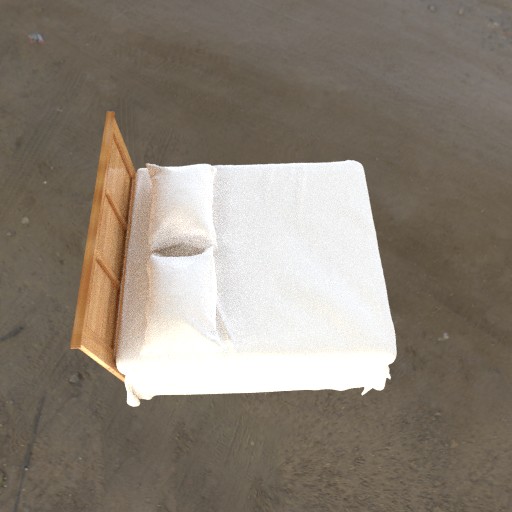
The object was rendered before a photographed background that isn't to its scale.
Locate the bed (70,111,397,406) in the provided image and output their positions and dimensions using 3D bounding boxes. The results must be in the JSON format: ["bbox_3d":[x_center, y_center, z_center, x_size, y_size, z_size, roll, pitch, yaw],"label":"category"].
[{"bbox_3d":[0.000,0.000,3.257,2.035,1.273,1.870,-2,63,-1],"label":"bed"}]
